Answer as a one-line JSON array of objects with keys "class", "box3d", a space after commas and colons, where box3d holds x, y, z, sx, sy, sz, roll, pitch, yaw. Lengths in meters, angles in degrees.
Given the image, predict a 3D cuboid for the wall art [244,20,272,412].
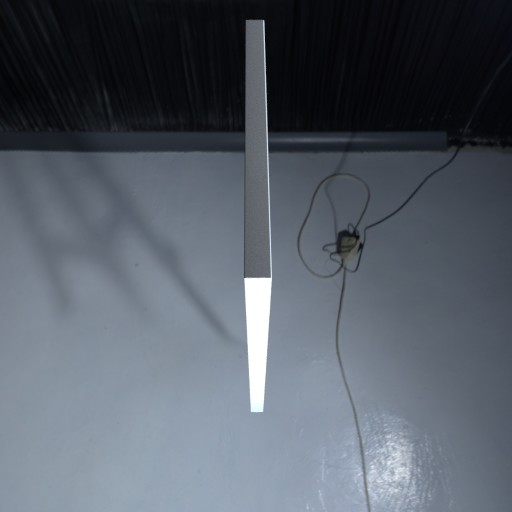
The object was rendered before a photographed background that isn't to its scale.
[{"class": "wall art", "box3d": [0.000, 0.000, 1.170, 0.039, 0.915, 0.612, 0, 59, 0]}]
